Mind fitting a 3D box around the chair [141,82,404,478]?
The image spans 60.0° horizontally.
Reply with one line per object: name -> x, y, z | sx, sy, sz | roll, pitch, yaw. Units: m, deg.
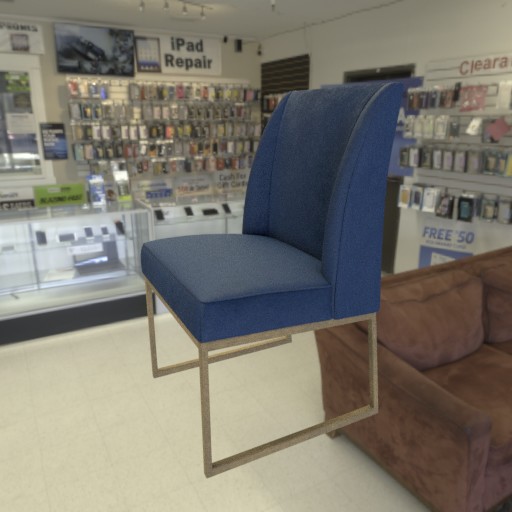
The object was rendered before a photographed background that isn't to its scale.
chair -> 0.000, 0.000, 1.191 | 0.522, 0.863, 0.508 | -9, 20, -26
